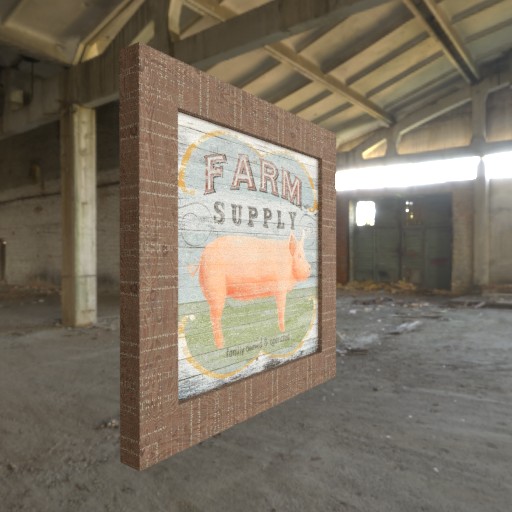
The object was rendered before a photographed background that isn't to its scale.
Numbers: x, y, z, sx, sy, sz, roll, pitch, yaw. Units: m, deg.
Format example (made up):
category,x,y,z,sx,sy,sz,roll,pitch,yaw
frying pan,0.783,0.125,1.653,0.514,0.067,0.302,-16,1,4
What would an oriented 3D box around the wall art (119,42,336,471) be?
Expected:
category,x,y,z,sx,sy,sz,roll,pitch,yaw
wall art,0.000,0.000,0.771,0.040,0.531,0.531,0,0,37
